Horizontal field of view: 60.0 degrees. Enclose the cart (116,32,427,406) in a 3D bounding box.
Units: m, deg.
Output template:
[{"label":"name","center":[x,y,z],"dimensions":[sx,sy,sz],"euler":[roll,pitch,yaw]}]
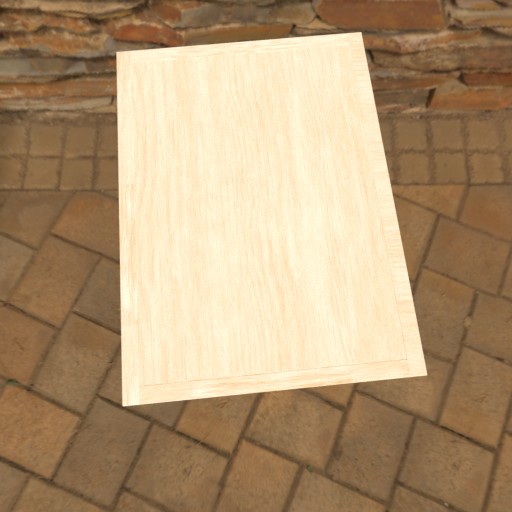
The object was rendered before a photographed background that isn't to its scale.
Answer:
[{"label":"cart","center":[0.000,0.000,1.347],"dimensions":[0.559,0.914,0.762],"euler":[-5,75,-1]}]
